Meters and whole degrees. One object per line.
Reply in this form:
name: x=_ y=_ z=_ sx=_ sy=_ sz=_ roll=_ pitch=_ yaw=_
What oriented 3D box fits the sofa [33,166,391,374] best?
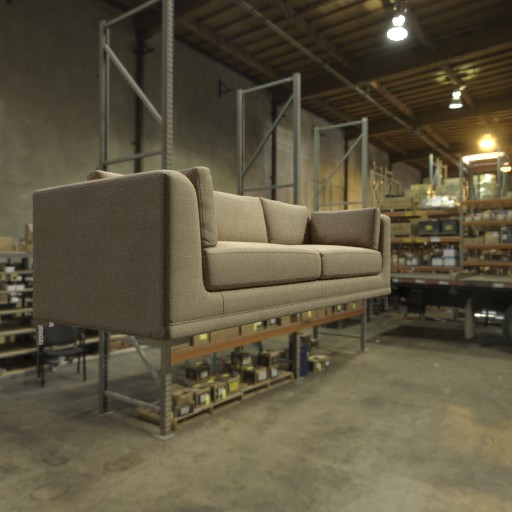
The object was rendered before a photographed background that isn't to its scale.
sofa: x=0.000 y=0.000 z=2.865 sx=0.969 sy=0.867 sz=2.415 roll=0 pitch=0 yaw=36
